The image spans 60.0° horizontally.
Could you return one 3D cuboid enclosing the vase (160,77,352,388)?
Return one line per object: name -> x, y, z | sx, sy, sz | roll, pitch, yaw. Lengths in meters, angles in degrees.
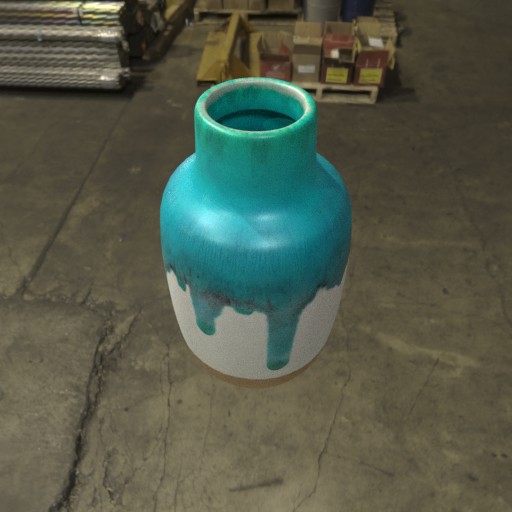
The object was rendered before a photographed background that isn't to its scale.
vase -> 0.000, 0.000, 0.260 | 0.106, 0.192, 0.106 | 0, 47, 0
